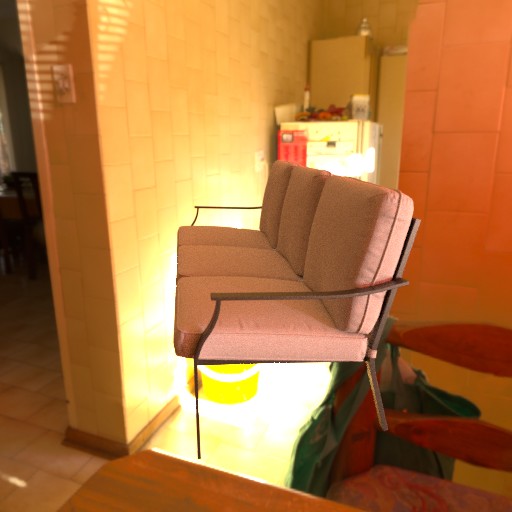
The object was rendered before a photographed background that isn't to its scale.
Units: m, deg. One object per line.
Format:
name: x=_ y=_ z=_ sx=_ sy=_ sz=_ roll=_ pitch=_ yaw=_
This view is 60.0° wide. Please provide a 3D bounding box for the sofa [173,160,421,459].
sofa: x=0.000 y=0.000 z=2.192 sx=0.787 sy=0.860 sz=1.740 roll=-2 pitch=16 yaw=-9
